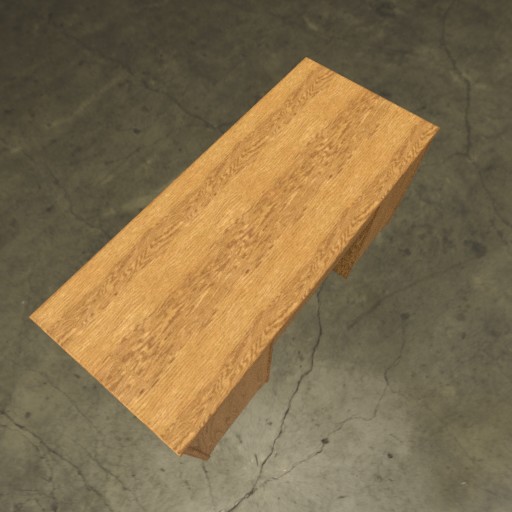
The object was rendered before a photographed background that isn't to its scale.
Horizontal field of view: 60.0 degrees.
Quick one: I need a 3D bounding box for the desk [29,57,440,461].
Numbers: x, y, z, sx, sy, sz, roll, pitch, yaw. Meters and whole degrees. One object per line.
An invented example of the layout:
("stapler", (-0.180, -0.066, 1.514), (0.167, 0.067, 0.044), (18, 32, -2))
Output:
("desk", (0.000, 0.000, 1.971), (0.685, 0.751, 1.567), (35, 69, 16))
